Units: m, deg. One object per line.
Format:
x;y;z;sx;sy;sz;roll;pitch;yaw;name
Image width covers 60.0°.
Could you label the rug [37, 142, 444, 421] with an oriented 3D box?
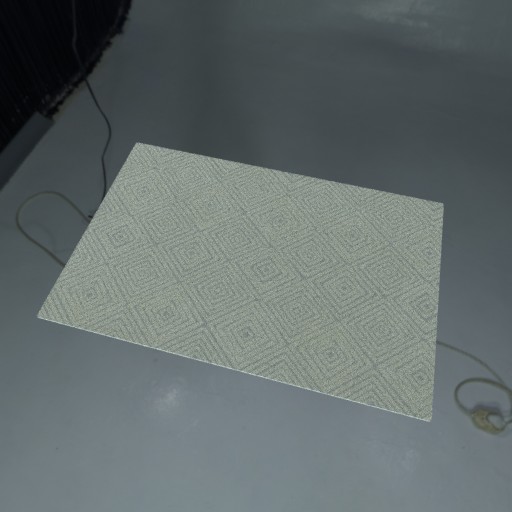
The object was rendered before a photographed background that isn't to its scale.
0.000;0.000;2.181;1.753;0.008;1.143;13;59;8;rug
